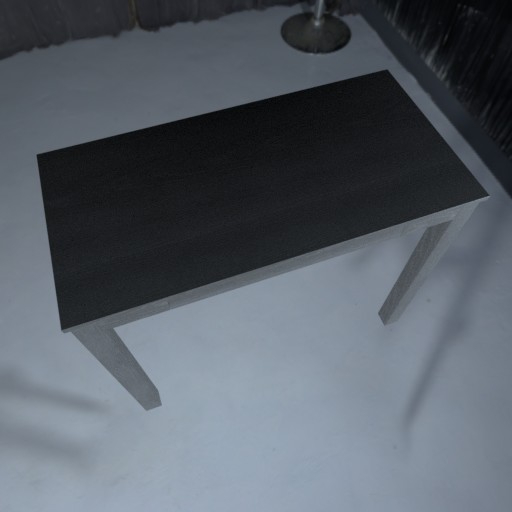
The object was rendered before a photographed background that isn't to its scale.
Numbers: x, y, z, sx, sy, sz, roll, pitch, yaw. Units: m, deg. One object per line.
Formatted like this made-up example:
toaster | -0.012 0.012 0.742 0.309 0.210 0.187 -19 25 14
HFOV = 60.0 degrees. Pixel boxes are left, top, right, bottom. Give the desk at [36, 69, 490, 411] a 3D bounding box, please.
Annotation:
desk | 0.000 0.000 1.402 0.991 0.762 0.499 -17 60 -10
